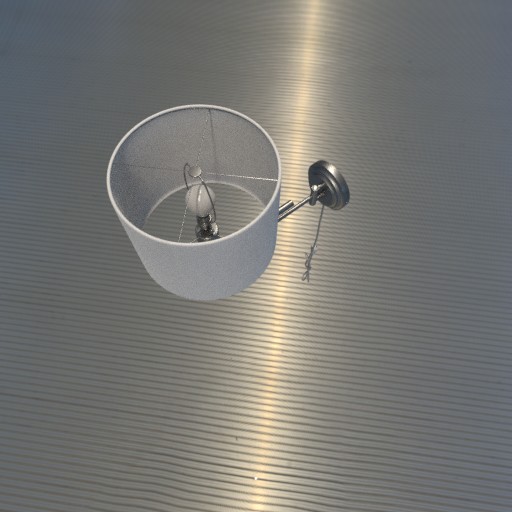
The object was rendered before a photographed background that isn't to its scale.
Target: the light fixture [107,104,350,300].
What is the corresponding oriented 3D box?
[{"bbox_3d":[0.000,0.000,1.048,0.479,0.842,0.253,-35,68,-16],"label":"light fixture"}]
